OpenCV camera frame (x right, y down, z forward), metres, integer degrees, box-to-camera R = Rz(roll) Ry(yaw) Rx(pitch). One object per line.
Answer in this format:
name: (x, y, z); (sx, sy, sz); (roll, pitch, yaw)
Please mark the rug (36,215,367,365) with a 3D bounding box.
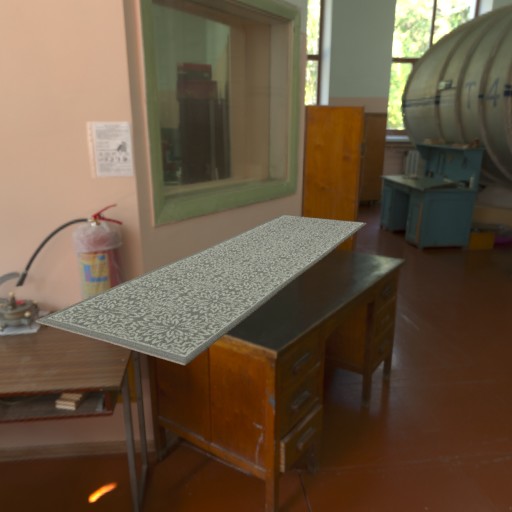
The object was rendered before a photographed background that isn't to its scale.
rug: (0.000, 0.000, 2.387); (0.662, 0.011, 2.196); (8, 18, 26)
